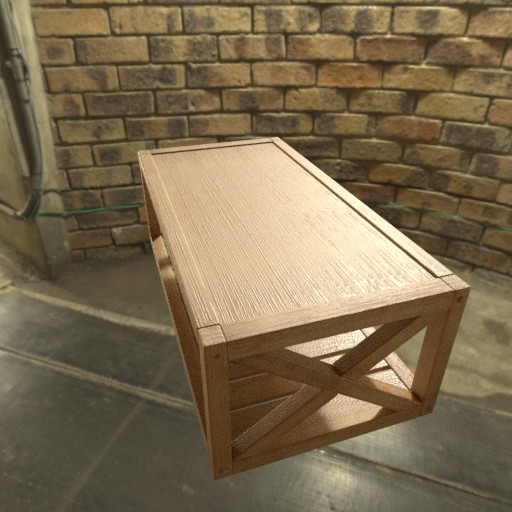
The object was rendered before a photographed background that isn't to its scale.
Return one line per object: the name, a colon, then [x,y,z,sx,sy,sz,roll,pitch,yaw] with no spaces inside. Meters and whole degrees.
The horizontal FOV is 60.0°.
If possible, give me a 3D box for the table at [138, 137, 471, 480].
table: [0.000,0.000,1.627,0.660,0.457,1.321,-10,33,-16]
